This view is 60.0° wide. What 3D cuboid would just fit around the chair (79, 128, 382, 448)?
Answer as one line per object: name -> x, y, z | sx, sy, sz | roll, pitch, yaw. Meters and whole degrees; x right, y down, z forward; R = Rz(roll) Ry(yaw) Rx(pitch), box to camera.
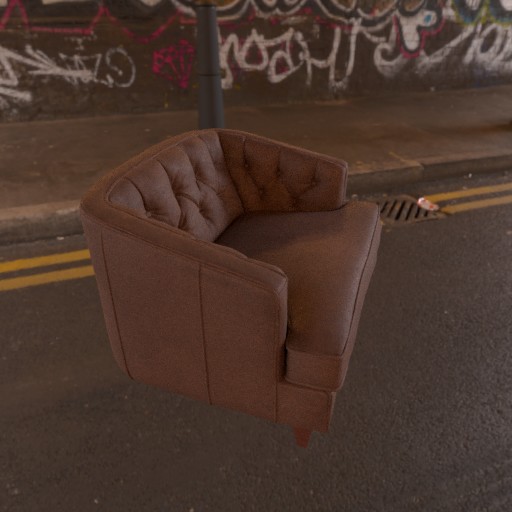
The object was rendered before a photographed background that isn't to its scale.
chair -> 0.000, 0.000, 1.761 | 0.914, 0.787, 1.118 | 10, 32, 16
